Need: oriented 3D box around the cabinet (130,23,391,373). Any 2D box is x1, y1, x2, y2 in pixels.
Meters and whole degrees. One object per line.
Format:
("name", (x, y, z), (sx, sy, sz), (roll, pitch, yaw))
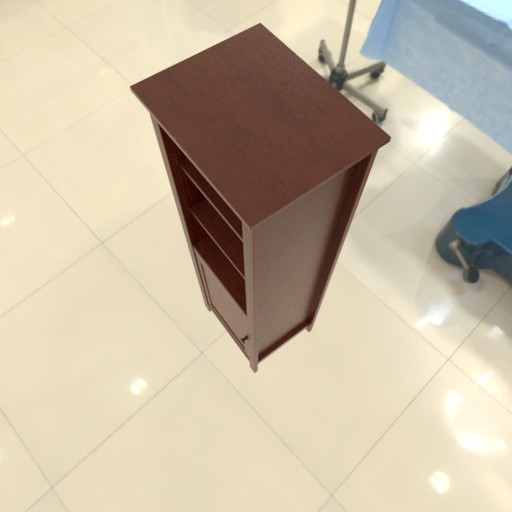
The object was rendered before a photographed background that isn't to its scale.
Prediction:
("cabinet", (0.000, 0.000, 1.724), (0.401, 1.518, 0.500), (-34, 68, -16))
